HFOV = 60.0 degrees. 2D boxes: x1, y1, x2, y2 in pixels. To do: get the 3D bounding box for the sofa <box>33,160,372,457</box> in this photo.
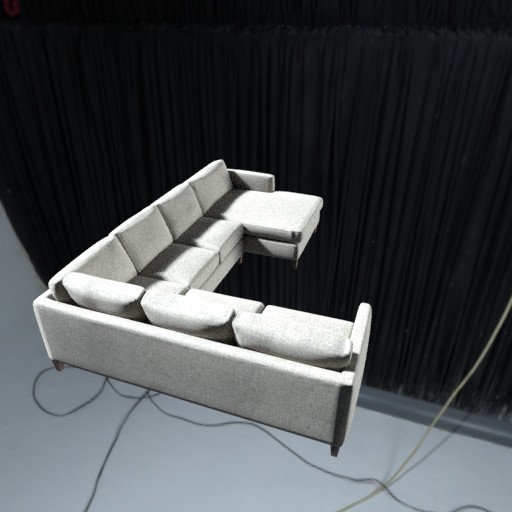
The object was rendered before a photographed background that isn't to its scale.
[{"bbox_3d":[0.000,0.000,4.645,2.593,0.959,3.460,10,32,17],"label":"sofa"}]
